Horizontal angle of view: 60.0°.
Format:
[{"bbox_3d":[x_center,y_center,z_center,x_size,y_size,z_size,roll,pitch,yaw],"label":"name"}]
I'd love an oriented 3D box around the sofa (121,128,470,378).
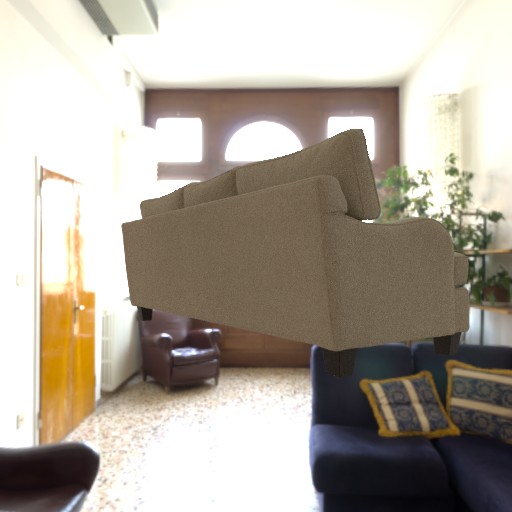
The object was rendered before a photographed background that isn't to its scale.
[{"bbox_3d":[0.000,0.000,2.836,1.016,0.991,2.323,1,-1,-35],"label":"sofa"}]
